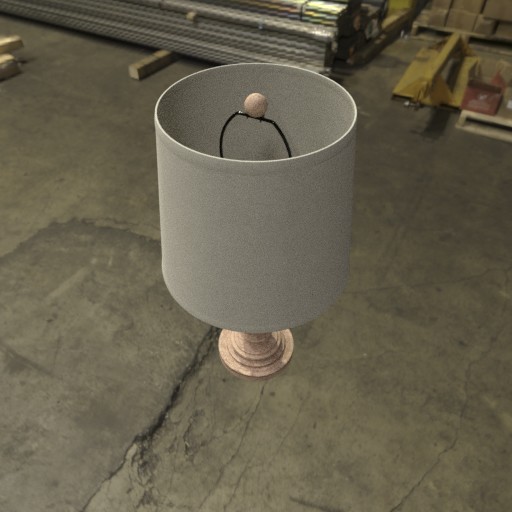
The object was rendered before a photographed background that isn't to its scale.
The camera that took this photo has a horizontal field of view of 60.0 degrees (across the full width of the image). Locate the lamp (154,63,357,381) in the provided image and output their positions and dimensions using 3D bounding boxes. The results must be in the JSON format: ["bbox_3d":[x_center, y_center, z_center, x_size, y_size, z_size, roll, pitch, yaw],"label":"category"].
[{"bbox_3d":[0.000,0.000,0.651,0.273,0.497,0.273,0,46,0],"label":"lamp"}]
